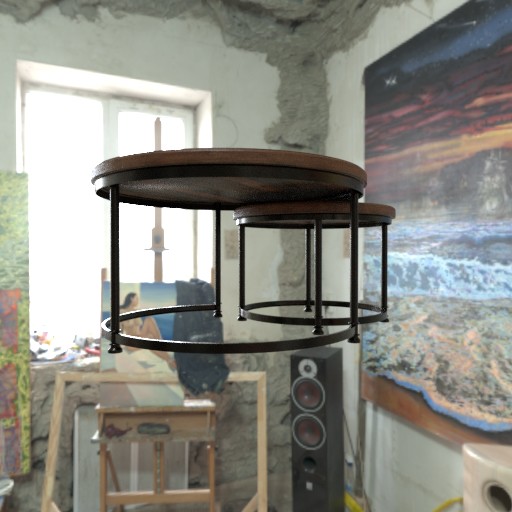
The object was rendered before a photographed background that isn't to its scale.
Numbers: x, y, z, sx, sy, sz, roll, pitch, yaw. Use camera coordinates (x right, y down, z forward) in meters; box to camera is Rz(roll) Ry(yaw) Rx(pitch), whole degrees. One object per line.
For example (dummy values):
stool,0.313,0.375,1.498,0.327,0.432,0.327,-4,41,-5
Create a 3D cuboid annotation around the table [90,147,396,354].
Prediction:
table,0.000,0.000,1.580,0.870,0.516,1.152,0,1,36
